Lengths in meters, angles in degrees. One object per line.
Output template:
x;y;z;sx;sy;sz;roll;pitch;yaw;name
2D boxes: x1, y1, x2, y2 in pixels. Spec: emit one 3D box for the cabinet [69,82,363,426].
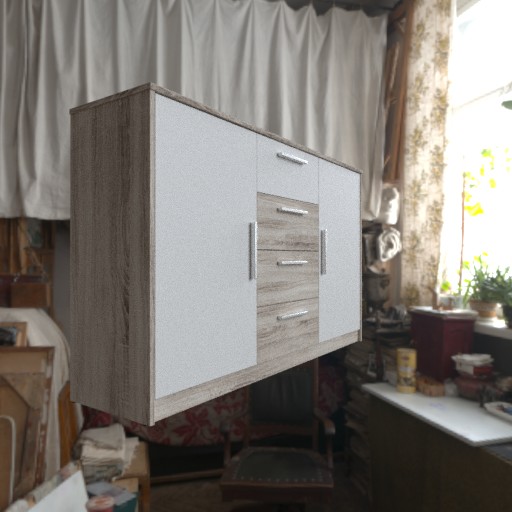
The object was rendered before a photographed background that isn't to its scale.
0.000;0.000;1.843;0.380;0.900;1.450;0;0;35;cabinet
